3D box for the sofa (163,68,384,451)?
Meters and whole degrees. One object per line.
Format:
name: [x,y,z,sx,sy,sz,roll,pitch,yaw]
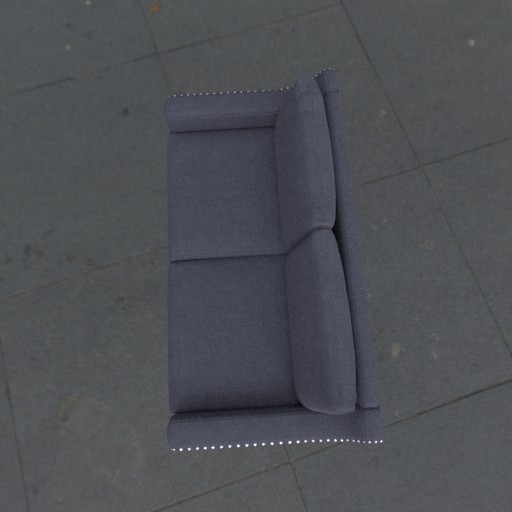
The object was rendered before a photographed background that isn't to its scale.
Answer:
sofa: [0.000,0.000,3.264,1.336,1.196,2.550,-3,75,-1]
